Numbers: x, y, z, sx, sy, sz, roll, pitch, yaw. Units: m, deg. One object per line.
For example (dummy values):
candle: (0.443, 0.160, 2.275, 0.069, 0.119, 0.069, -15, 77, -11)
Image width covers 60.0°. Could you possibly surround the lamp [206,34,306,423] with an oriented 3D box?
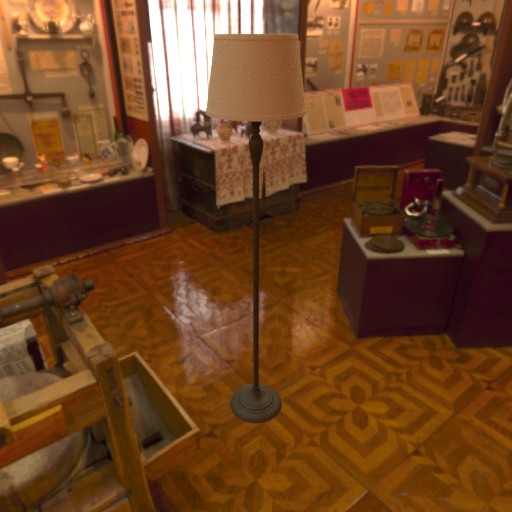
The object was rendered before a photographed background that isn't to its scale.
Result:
lamp: (0.000, 0.000, 1.682, 0.327, 1.506, 0.327, -18, 32, -32)
